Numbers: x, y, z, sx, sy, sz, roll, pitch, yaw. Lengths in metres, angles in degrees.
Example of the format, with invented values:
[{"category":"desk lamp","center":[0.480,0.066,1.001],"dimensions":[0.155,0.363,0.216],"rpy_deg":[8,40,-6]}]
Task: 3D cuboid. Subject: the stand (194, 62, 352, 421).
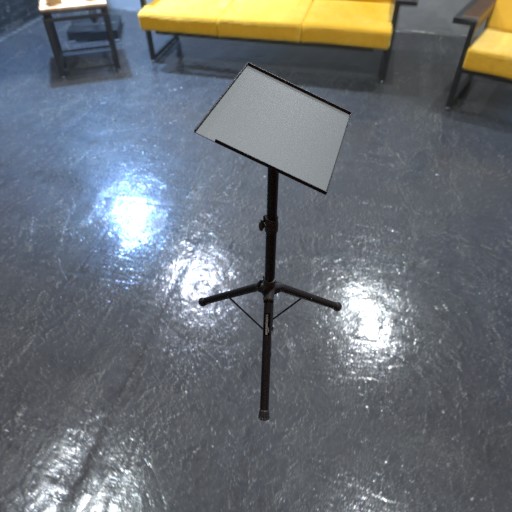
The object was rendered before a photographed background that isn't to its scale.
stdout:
[{"category":"stand","center":[0.000,0.000,1.662],"dimensions":[0.702,1.198,0.702],"rpy_deg":[12,46,12]}]
